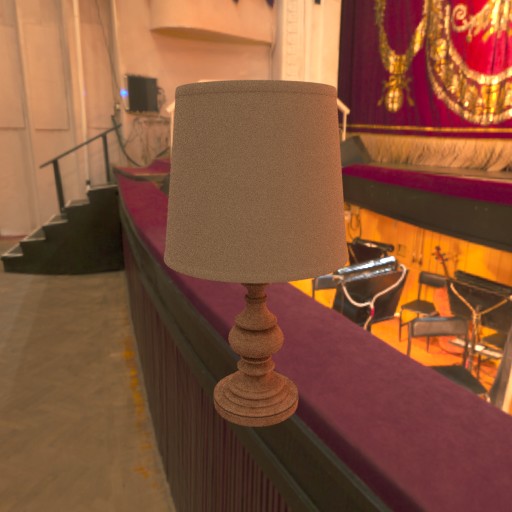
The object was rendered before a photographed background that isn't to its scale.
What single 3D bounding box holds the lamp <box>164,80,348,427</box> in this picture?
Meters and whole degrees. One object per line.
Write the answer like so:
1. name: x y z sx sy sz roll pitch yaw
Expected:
1. lamp: 0.000 0.000 0.670 0.273 0.497 0.273 0 15 0
